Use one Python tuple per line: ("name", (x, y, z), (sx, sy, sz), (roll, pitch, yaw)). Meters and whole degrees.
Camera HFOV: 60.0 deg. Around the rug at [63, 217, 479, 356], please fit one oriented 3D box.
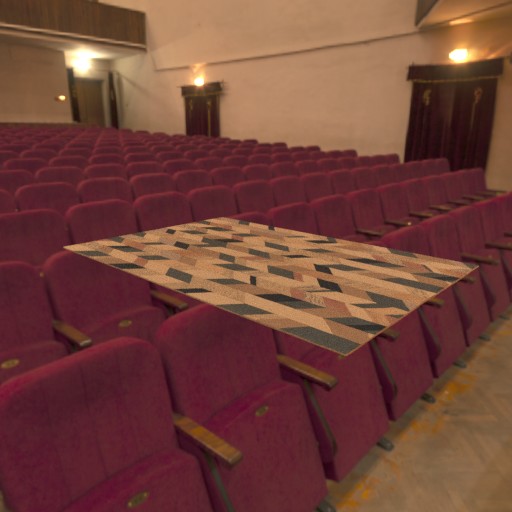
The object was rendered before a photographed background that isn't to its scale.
("rug", (0.000, 0.000, 2.286), (1.813, 0.006, 1.202), (14, 21, 41))
